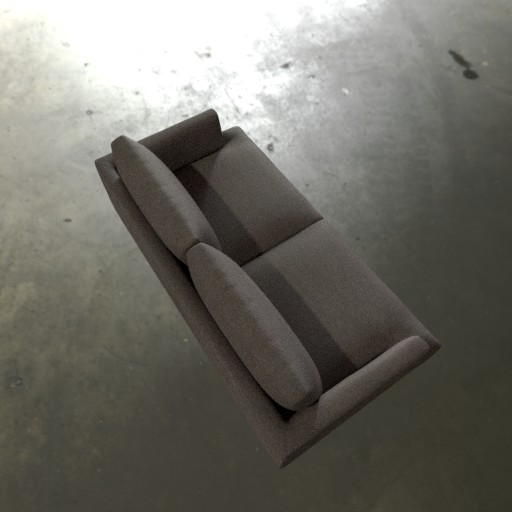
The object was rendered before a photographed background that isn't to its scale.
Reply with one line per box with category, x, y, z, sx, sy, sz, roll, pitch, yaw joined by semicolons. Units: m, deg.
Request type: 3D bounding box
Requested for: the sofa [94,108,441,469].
sofa;0.000;0.000;2.520;1.020;0.868;1.948;-30;63;-17
